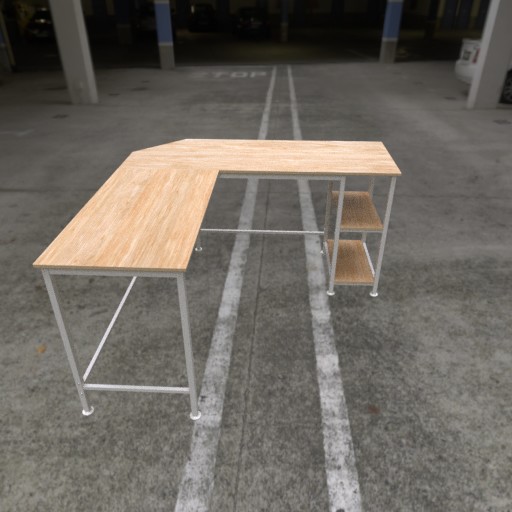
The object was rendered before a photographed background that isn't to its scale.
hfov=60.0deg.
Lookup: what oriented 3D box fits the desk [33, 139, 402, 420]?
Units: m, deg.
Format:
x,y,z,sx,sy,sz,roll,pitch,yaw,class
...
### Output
x,y,z,sx,sy,sz,roll,pitch,yaw,class
0.000,0.000,2.184,1.379,0.739,1.379,1,32,2,desk
